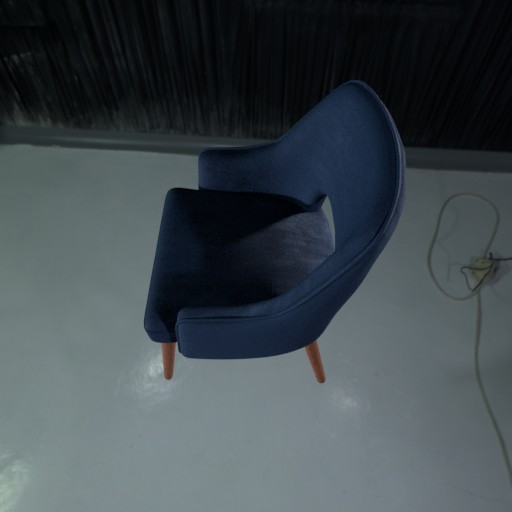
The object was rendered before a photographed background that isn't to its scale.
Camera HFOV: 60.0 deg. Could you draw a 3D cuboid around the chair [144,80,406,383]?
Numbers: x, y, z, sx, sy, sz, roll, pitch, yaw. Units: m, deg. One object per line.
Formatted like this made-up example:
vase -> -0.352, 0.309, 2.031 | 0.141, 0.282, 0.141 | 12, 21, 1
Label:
chair -> 0.000, 0.000, 1.212 | 0.591, 0.844, 0.559 | 2, 58, 1
